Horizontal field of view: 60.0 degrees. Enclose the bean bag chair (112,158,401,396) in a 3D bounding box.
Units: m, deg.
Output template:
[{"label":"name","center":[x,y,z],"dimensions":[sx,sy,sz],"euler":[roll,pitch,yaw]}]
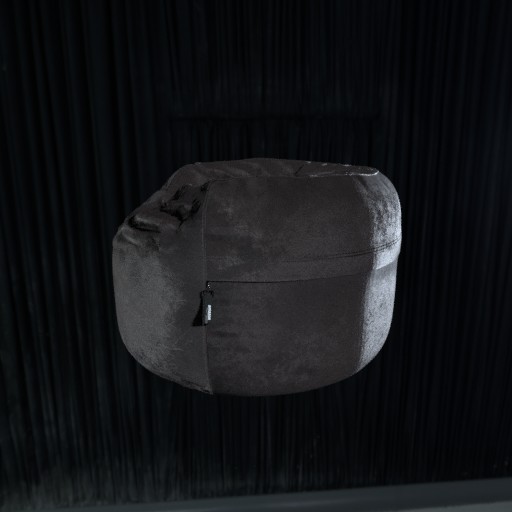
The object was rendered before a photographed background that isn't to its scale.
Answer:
[{"label":"bean bag chair","center":[0.000,0.000,1.478],"dimensions":[0.918,0.605,0.918],"euler":[0,15,0]}]
